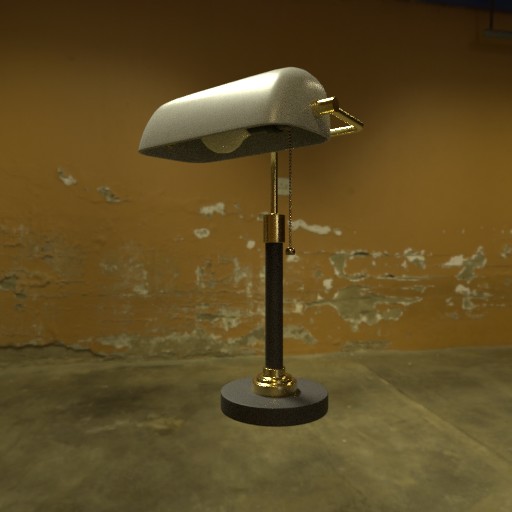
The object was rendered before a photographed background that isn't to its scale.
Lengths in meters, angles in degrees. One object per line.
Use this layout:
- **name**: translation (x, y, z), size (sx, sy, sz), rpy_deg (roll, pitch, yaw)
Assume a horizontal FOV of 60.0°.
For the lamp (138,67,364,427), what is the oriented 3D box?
- **lamp**: translation (0.000, 0.000, 0.561), size (0.269, 0.404, 0.227), rpy_deg (0, 0, 36)
